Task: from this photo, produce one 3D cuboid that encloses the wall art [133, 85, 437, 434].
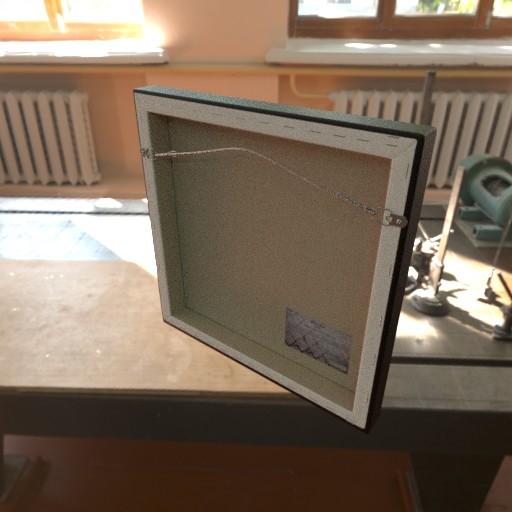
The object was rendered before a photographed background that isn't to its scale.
[{"bbox_3d":[0.000,0.000,0.616,0.406,0.407,0.041,21,36,32],"label":"wall art"}]
